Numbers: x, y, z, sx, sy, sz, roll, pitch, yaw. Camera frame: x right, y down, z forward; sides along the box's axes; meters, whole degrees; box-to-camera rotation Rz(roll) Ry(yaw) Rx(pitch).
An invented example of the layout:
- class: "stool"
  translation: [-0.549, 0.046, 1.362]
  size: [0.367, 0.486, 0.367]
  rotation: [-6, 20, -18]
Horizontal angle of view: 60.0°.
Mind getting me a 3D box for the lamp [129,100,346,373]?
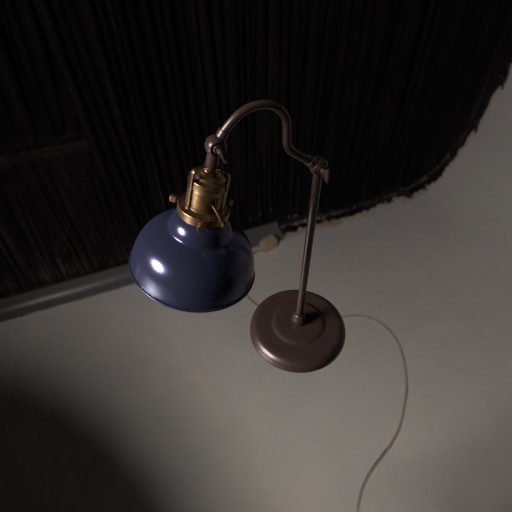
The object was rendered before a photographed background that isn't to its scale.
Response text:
- class: "lamp"
  translation: [0.000, 0.000, 0.687]
  size: [0.374, 0.508, 0.192]
  rotation: [-17, 49, -16]
